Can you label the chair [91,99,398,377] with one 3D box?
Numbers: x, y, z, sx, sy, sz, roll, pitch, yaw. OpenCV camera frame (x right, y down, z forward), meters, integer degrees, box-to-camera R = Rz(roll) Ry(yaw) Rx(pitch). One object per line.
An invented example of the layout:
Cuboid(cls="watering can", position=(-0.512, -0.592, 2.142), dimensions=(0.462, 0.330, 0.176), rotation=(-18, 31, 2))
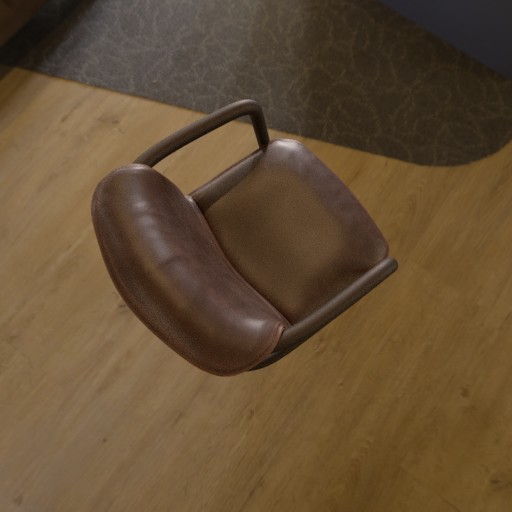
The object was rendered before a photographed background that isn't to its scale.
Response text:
Cuboid(cls="chair", position=(0.000, 0.000, 1.235), dimensions=(0.664, 0.836, 0.536), rotation=(-36, 77, -9))
